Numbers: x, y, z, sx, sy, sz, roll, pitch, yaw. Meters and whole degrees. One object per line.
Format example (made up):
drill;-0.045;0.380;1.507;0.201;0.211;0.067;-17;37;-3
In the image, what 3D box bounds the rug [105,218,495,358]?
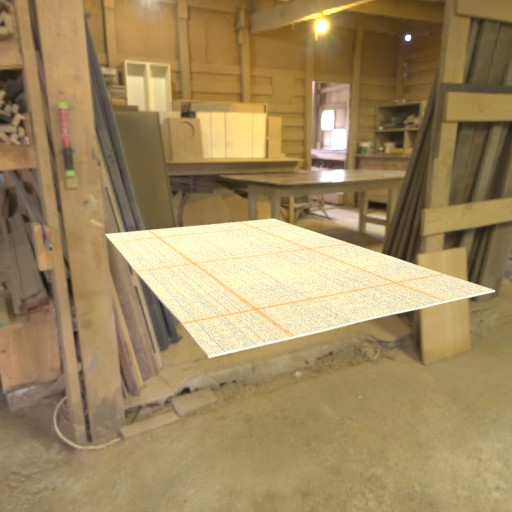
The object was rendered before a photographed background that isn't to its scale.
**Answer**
rug;0.000;0.000;2.293;1.232;0.015;1.825;-7;17;-26
